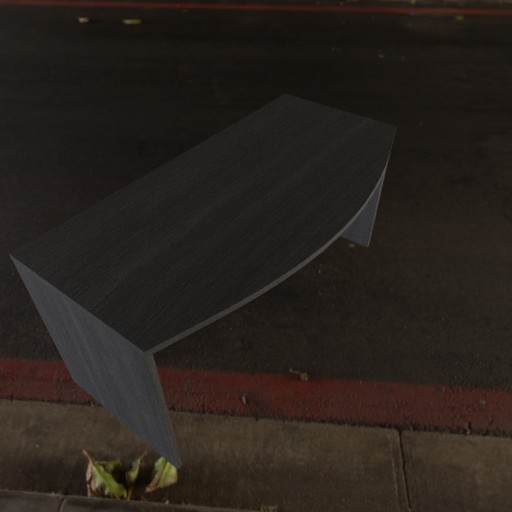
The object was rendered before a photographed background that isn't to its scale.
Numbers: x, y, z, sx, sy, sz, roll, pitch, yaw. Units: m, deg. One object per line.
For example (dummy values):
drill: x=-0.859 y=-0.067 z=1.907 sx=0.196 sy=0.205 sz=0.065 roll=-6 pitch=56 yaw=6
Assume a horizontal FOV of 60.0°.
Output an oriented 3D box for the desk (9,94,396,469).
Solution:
desk: x=0.000 y=0.000 z=1.985 sx=0.802 sy=0.750 sz=1.600 roll=27 pitch=49 yaw=26
